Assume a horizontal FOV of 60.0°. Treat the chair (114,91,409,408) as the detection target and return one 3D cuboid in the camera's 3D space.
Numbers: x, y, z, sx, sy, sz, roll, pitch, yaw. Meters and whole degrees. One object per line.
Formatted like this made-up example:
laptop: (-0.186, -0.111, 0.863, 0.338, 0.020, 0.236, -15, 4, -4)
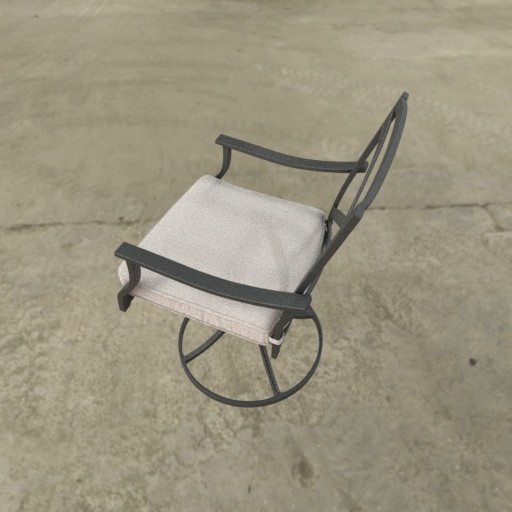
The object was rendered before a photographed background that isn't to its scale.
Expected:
chair: (0.000, 0.000, 1.292, 0.620, 0.889, 0.575, 17, 48, 16)
